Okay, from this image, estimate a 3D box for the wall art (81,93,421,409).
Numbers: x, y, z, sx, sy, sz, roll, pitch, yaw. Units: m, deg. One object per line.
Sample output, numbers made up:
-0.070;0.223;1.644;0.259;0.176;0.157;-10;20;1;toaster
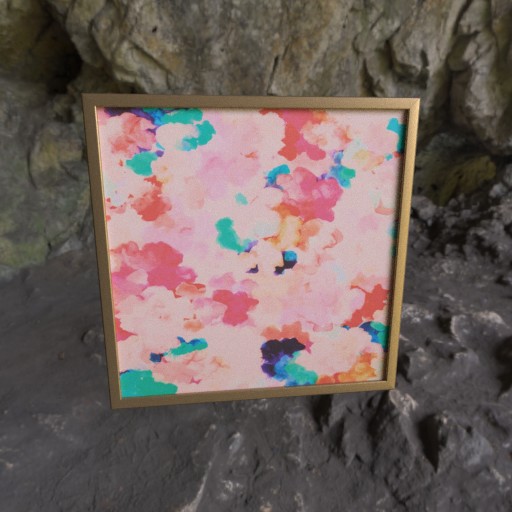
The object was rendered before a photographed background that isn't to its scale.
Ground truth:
0.000;0.000;0.451;0.304;0.305;0.038;-2;15;-7;wall art
